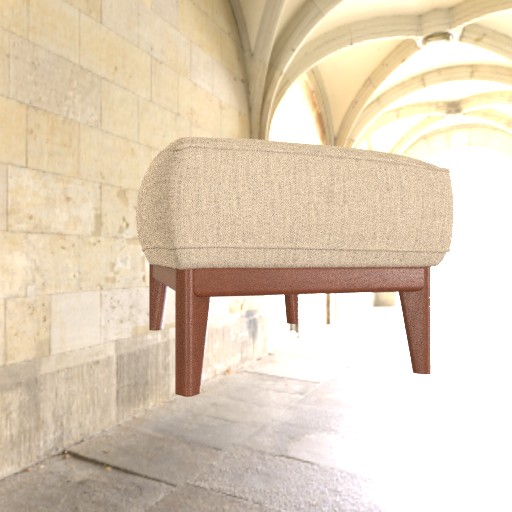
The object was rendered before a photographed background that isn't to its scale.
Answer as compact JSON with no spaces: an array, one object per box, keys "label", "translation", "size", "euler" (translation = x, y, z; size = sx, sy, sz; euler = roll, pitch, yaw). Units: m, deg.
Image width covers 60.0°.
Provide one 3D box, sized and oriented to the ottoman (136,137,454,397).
[{"label":"ottoman","translation":[0.000,0.000,1.145],"size":[0.594,0.465,0.794],"euler":[0,0,-17]}]
